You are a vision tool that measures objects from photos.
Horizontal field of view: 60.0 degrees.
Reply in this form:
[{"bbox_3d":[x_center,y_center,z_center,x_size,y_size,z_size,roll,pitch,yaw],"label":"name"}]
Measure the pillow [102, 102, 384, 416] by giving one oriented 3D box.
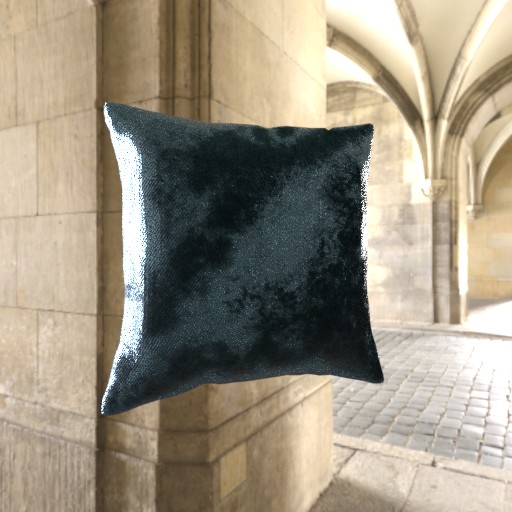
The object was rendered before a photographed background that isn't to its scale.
[{"bbox_3d":[0.000,0.000,0.662,0.436,0.430,0.138,0,0,-17],"label":"pillow"}]
